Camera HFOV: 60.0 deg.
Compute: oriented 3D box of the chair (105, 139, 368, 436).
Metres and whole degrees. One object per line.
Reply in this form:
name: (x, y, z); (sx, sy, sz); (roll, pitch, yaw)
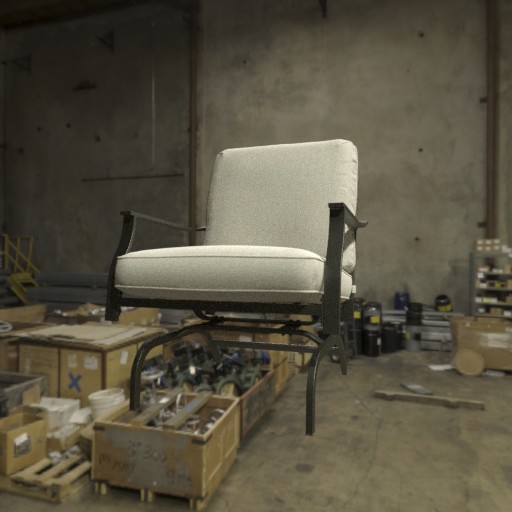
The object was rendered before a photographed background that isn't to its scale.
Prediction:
chair: (0.000, 0.000, 1.450); (0.650, 0.860, 0.787); (0, 0, 20)
